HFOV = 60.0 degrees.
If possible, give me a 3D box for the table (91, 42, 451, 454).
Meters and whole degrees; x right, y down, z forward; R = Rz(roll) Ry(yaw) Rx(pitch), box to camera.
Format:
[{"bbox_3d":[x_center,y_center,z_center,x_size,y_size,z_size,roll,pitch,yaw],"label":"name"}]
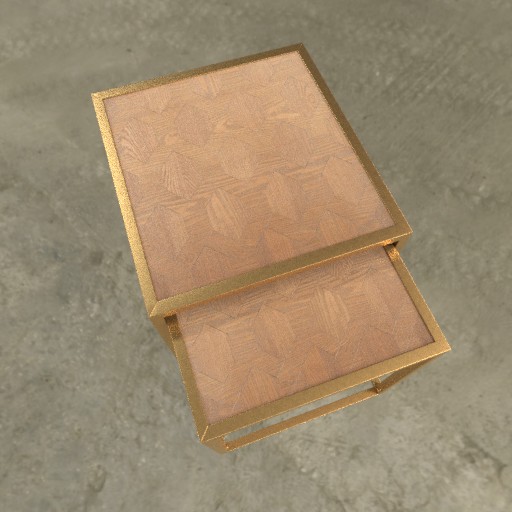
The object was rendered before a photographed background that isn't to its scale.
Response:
[{"bbox_3d":[0.000,0.000,1.082,0.505,0.505,0.762,-18,65,-9],"label":"table"}]
